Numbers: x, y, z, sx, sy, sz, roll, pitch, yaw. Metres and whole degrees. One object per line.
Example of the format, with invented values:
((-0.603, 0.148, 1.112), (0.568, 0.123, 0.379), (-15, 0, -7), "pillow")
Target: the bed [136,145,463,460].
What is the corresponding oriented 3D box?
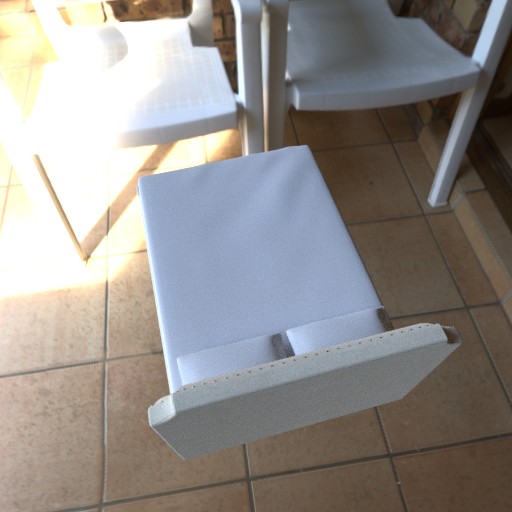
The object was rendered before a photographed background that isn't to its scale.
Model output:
((0.000, 0.000, 3.411), (1.713, 1.457, 2.381), (-13, 59, -8), "bed")
